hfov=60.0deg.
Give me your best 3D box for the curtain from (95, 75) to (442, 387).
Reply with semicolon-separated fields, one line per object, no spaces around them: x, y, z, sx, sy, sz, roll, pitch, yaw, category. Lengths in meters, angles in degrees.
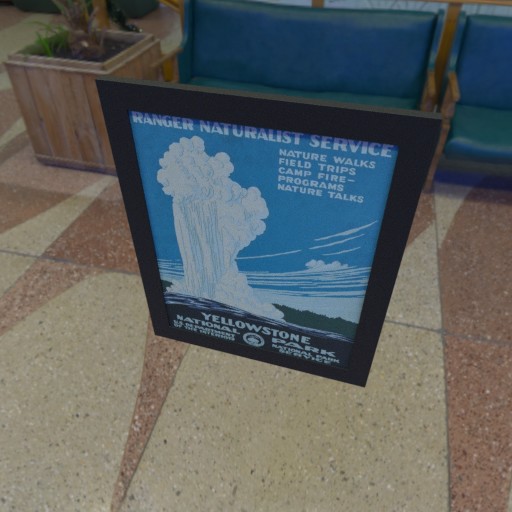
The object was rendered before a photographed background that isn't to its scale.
0.000;0.000;0.795;0.483;0.585;0.027;11;42;13;curtain
